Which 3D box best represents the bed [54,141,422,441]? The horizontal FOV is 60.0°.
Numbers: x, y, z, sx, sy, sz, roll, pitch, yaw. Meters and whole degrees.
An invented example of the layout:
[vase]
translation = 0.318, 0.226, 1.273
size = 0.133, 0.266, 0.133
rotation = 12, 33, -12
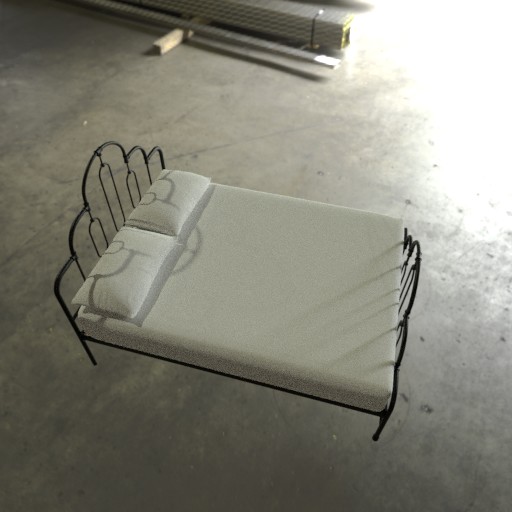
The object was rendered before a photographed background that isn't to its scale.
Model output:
[bed]
translation = 0.000, 0.000, 3.227
size = 2.181, 1.444, 1.626
rotation = 12, 49, 10
